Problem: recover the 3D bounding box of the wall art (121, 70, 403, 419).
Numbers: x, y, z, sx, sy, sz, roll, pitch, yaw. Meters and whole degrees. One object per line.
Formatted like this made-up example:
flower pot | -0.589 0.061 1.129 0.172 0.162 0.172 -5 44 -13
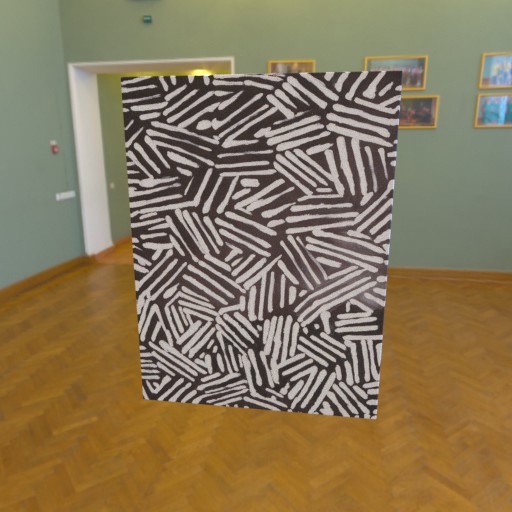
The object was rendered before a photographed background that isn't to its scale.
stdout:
wall art | 0.000 0.000 1.331 0.765 1.017 0.038 2 14 8
